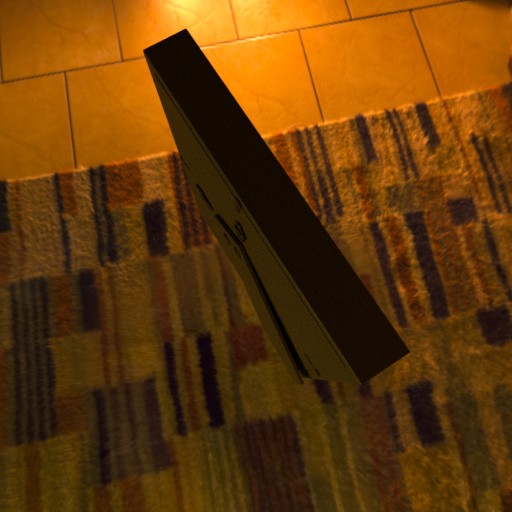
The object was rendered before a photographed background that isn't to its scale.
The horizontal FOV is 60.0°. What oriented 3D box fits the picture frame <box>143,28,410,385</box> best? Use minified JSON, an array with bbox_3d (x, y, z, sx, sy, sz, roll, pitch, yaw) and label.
[{"bbox_3d":[0.000,0.000,0.385,0.042,0.284,0.232,-31,77,-8],"label":"picture frame"}]
